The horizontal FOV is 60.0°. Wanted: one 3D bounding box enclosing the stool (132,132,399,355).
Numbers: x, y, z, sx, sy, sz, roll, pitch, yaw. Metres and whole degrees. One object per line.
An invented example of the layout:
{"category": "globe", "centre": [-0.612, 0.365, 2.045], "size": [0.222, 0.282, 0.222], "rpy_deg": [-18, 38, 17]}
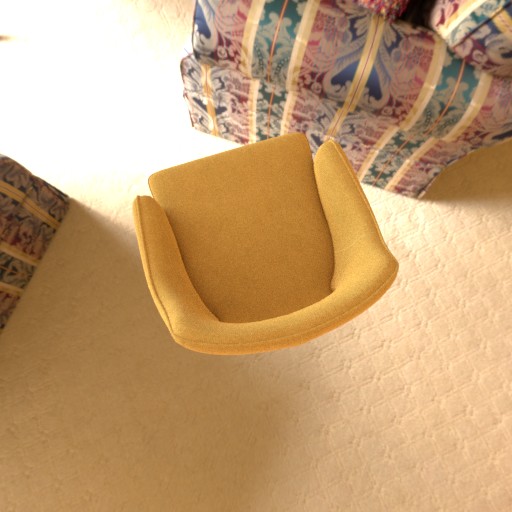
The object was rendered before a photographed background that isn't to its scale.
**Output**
{"category": "stool", "centre": [0.000, 0.000, 1.279], "size": [0.548, 0.924, 0.558], "rpy_deg": [-17, 77, -4]}
